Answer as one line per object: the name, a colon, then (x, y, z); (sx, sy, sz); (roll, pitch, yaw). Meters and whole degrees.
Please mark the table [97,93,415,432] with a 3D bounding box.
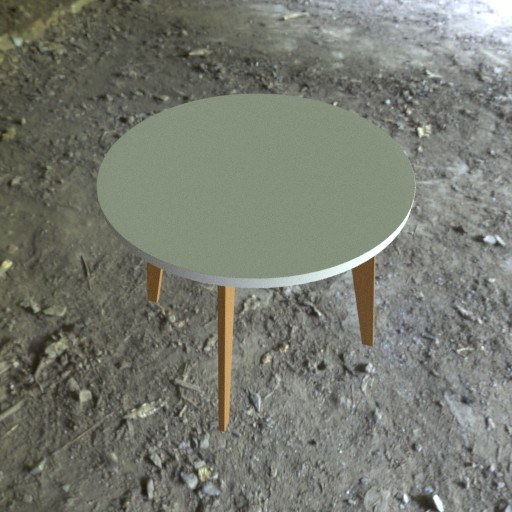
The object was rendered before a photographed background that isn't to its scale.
table: (0.000, 0.000, 1.553); (0.896, 0.762, 0.896); (0, 45, 0)
